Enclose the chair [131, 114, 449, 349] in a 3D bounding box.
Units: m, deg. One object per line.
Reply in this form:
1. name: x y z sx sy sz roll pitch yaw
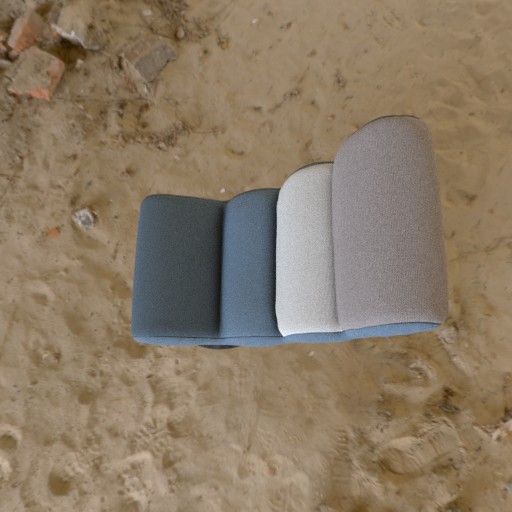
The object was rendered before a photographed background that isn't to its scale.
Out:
1. chair: 0.000 0.000 1.067 0.661 0.641 0.420 0 76 0
